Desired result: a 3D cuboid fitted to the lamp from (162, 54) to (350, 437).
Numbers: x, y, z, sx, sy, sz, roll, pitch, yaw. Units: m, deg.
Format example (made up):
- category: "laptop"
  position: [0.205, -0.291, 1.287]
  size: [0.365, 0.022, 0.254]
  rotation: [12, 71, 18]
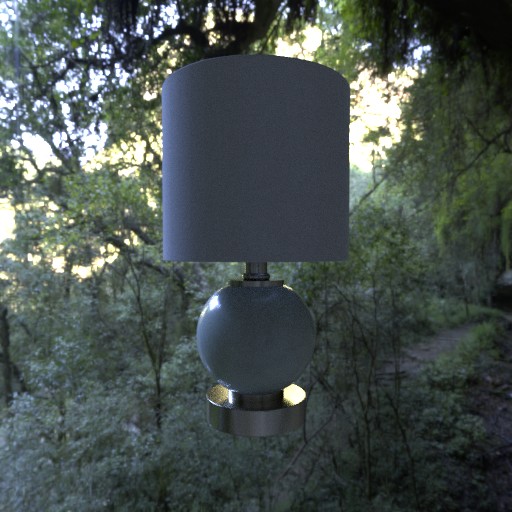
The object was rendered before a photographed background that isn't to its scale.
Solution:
- category: "lamp"
  position: [0.000, 0.000, 0.485]
  size: [0.201, 0.353, 0.201]
  rotation: [0, 1, -19]
